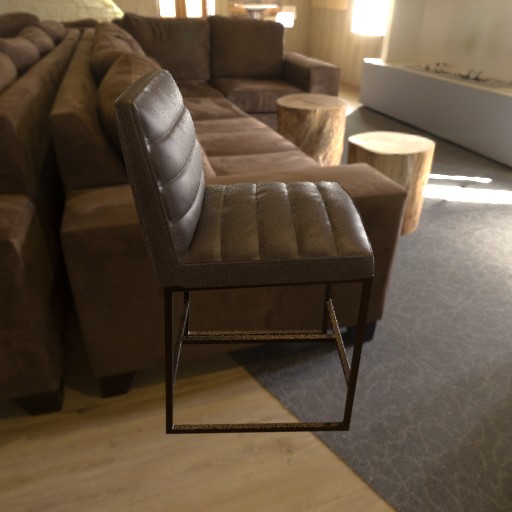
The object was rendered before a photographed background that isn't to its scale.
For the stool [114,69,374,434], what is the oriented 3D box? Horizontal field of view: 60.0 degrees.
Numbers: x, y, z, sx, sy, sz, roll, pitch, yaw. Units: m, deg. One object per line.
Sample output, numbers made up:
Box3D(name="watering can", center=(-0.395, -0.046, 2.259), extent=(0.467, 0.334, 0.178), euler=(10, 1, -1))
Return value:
Box3D(name="stool", center=(0.000, 0.000, 1.251), extent=(0.562, 0.946, 0.463), euler=(-1, 30, -1))
